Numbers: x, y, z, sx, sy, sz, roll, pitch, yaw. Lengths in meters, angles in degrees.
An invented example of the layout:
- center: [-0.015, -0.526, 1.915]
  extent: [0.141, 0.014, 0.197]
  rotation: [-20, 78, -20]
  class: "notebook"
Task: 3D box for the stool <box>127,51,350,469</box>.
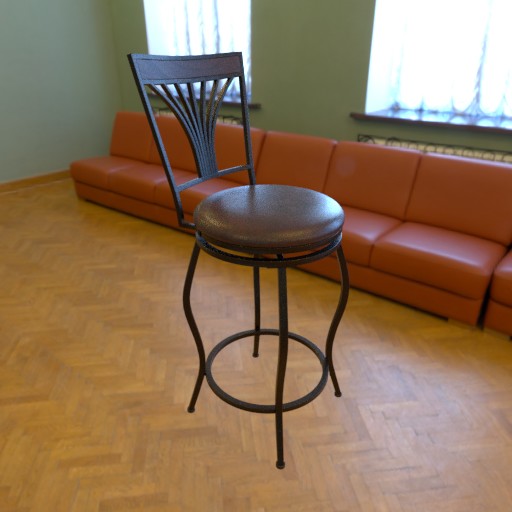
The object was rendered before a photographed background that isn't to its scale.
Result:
- center: [0.000, 0.000, 1.341]
  extent: [0.514, 1.117, 0.433]
  rotation: [18, 31, 33]
  class: "stool"
